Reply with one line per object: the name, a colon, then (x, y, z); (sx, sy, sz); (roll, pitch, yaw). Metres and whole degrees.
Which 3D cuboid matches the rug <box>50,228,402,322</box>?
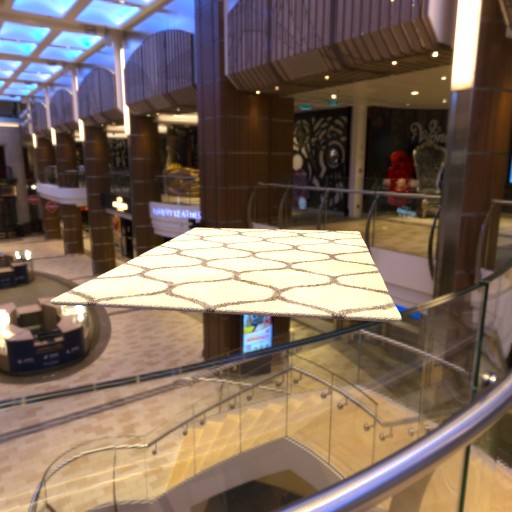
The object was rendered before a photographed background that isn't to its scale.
rug: (0.000, 0.000, 3.506); (1.801, 0.026, 2.701); (2, 12, 9)
